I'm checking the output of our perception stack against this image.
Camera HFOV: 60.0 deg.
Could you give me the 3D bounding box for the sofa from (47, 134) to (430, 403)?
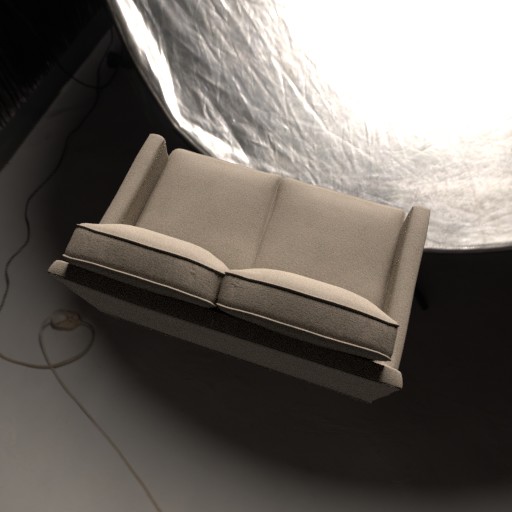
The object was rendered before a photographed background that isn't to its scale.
[{"bbox_3d":[0.000,0.000,2.289,1.597,1.003,1.084,17,64,8],"label":"sofa"}]
